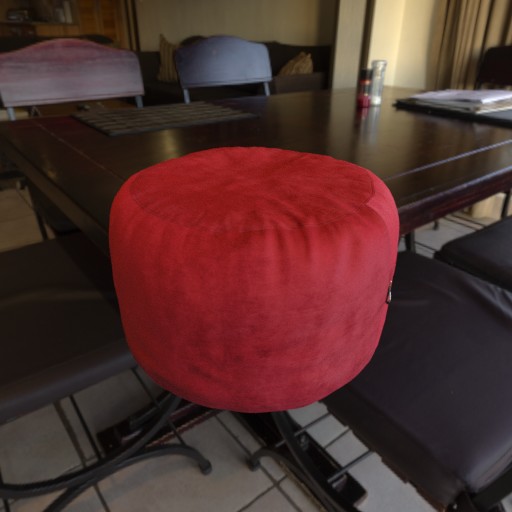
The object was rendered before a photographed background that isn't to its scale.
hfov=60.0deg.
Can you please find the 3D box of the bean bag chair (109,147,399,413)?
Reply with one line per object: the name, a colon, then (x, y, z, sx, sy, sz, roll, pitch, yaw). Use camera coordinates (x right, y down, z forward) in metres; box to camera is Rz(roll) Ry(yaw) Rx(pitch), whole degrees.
bean bag chair: (0.000, 0.000, 1.978, 1.219, 0.762, 1.219, 0, 28, 0)
